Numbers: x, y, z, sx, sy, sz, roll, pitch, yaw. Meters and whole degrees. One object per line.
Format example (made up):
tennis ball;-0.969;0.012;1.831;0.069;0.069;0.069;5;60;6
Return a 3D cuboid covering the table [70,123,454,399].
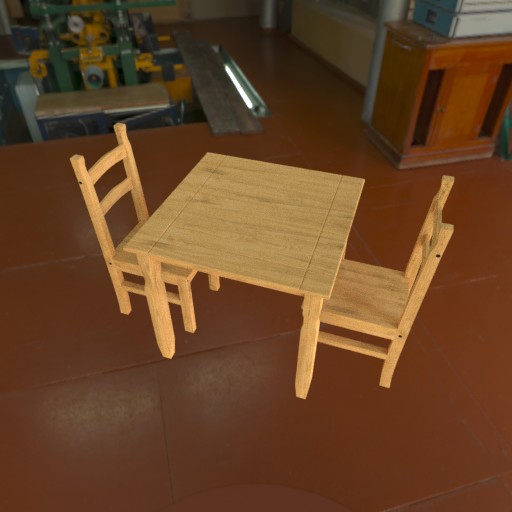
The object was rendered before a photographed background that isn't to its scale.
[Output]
table;0.000;0.000;2.084;1.501;0.942;0.813;13;43;14
